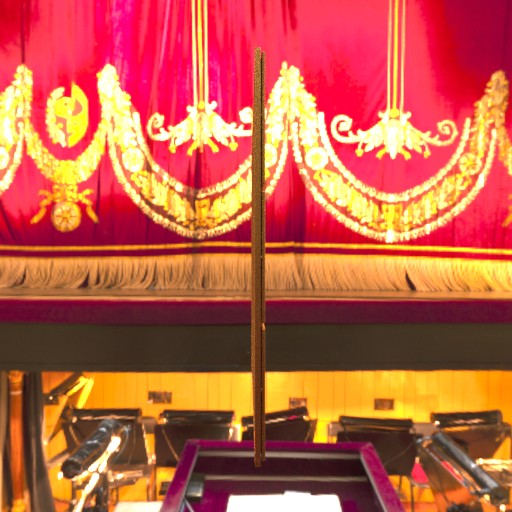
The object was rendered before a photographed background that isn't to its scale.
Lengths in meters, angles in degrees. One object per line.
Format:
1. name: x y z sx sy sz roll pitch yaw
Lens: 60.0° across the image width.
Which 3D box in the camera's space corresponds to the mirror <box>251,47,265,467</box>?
1. mirror: 0.000 0.000 1.484 0.023 0.926 1.011 0 0 -1
